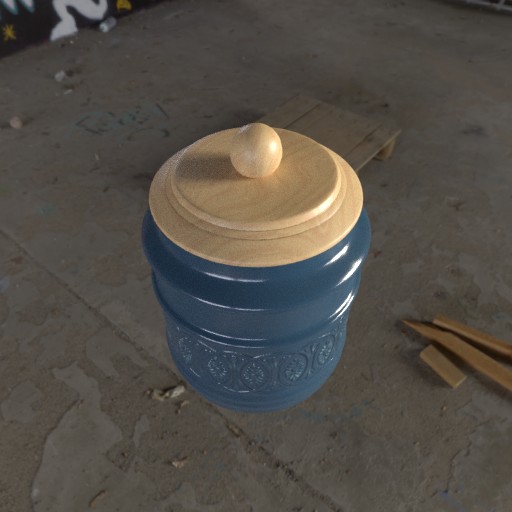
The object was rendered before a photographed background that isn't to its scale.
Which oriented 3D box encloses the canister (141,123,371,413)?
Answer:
[{"bbox_3d":[0.000,0.000,0.275,0.130,0.176,0.130,0,46,0],"label":"canister"}]
